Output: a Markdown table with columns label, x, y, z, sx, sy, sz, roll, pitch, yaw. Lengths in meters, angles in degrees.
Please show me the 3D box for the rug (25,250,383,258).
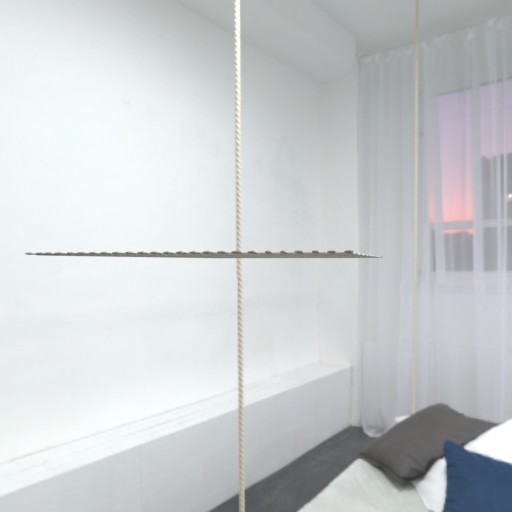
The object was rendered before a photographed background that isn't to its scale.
| label | x | y | z | sx | sy | sz | roll | pitch | yaw |
| --- | --- | --- | --- | --- | --- | --- | --- | --- | --- |
| rug | 0.000 | 0.000 | 3.029 | 1.563 | 0.014 | 2.425 | 0 | -1 | 19 |
